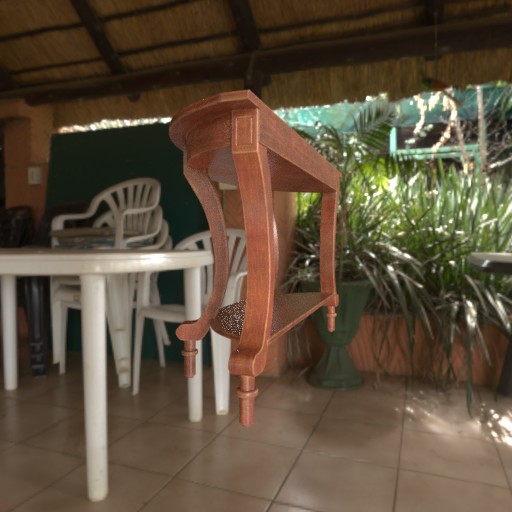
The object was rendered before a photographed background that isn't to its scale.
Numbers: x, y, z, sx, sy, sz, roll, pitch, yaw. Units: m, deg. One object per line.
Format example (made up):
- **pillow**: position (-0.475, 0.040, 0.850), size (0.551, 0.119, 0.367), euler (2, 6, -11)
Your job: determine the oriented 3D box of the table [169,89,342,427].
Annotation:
- **table**: position (0.000, 0.000, 1.505), size (0.394, 0.699, 1.198), euler (1, 2, 20)
